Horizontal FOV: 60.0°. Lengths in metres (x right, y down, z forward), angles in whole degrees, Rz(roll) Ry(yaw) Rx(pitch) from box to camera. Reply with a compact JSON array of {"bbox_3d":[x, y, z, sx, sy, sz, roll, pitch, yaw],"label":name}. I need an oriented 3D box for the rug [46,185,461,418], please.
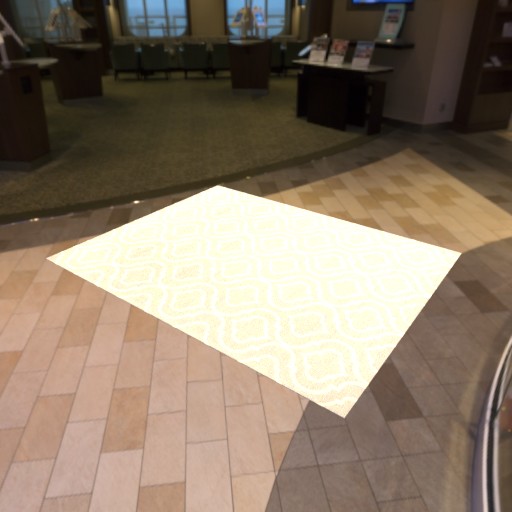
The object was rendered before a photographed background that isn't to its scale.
[{"bbox_3d":[0.000,0.000,3.930,2.892,0.006,2.283,20,35,32],"label":"rug"}]
